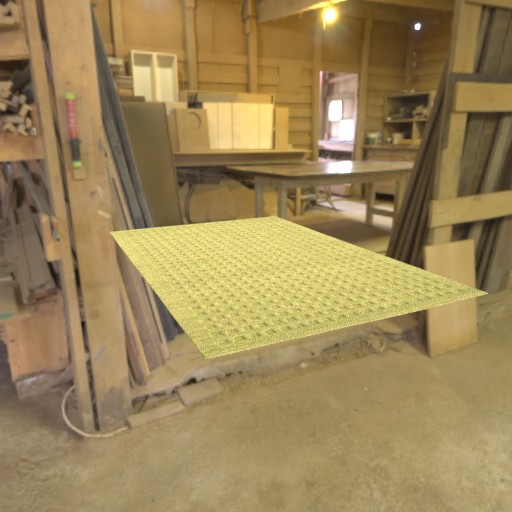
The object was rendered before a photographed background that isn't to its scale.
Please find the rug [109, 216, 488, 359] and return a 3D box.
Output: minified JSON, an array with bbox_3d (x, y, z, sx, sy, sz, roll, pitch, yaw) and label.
[{"bbox_3d":[0.000,0.000,2.925,1.529,0.007,2.297,-8,18,-25],"label":"rug"}]
